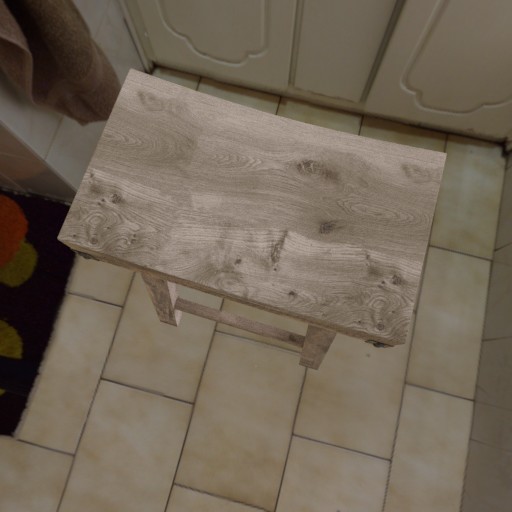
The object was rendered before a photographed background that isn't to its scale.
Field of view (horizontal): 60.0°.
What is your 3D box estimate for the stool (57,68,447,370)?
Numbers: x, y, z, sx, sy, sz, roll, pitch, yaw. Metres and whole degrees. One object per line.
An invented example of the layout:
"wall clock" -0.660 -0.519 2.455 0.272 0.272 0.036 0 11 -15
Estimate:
"stool" 0.000 0.000 0.868 0.450 0.635 0.330 16 77 4
